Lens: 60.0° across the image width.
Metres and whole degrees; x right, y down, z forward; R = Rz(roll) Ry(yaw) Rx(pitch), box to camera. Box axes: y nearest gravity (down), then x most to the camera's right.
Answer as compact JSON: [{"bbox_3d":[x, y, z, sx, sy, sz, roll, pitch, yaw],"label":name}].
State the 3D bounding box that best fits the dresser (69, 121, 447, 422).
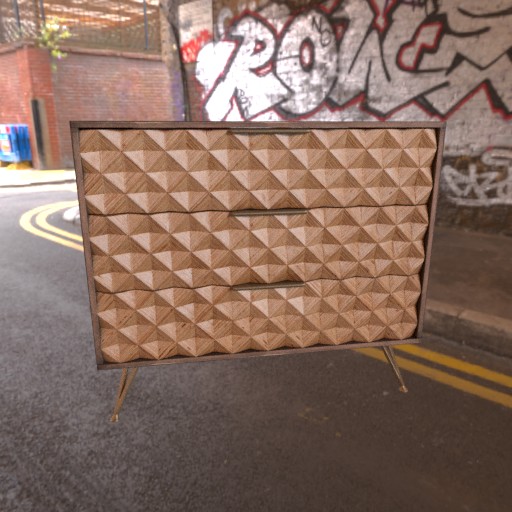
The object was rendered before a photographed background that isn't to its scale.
[{"bbox_3d":[0.000,0.000,1.385,0.923,0.801,0.453,-3,17,-9],"label":"dresser"}]
